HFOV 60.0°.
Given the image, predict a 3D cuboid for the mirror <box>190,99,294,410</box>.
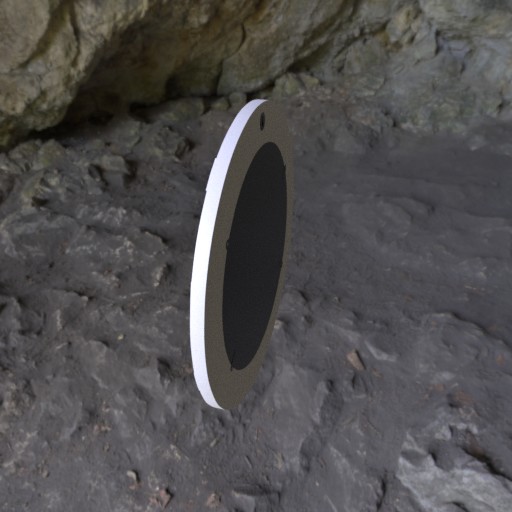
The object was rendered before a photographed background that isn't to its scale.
[{"bbox_3d":[0.000,0.000,1.372,0.038,0.914,0.914,8,30,14],"label":"mirror"}]
